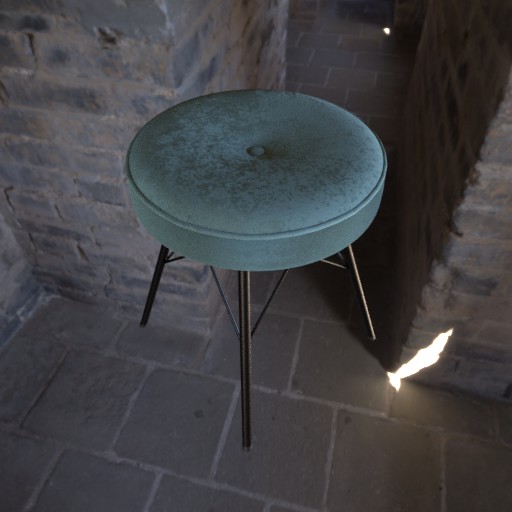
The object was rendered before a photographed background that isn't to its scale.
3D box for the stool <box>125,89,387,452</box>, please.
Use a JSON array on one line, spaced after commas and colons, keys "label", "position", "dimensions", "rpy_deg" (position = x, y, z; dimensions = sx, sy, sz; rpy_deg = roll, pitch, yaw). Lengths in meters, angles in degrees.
[{"label": "stool", "position": [0.000, 0.000, 0.872], "dimensions": [0.457, 0.519, 0.458], "rpy_deg": [-25, 51, -22]}]
